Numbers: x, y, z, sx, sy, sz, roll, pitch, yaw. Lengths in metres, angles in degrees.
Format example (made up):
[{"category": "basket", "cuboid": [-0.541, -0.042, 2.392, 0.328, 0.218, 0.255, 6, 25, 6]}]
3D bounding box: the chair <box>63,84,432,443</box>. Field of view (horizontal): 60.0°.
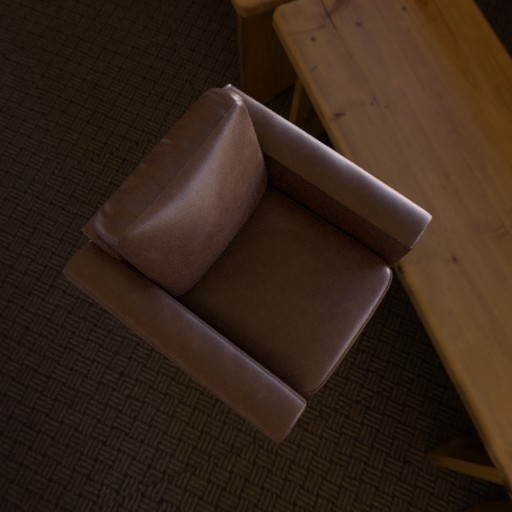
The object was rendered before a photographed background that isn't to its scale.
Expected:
[{"category": "chair", "cuboid": [0.000, 0.000, 1.745, 1.016, 0.873, 1.005, 36, 78, 9]}]
